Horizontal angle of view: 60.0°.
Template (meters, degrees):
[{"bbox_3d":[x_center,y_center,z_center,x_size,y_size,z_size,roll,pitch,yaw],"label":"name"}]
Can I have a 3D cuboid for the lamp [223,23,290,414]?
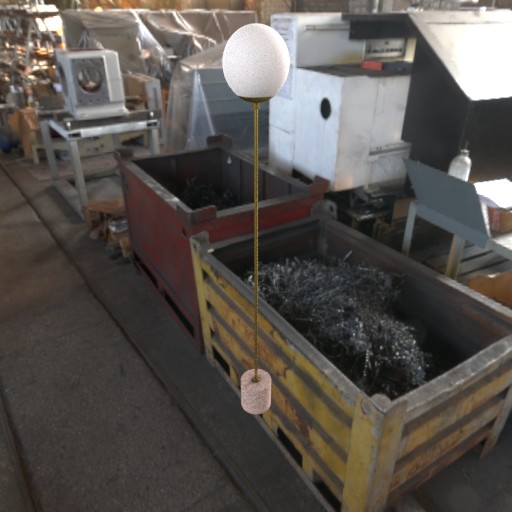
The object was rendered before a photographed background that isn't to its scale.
[{"bbox_3d":[0.000,0.000,1.881,0.229,1.748,0.229,10,31,18],"label":"lamp"}]
